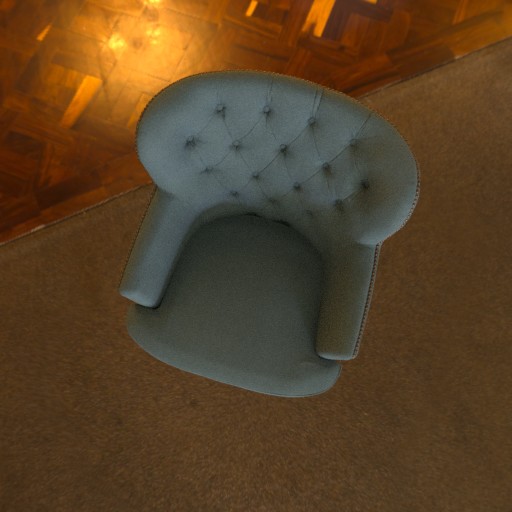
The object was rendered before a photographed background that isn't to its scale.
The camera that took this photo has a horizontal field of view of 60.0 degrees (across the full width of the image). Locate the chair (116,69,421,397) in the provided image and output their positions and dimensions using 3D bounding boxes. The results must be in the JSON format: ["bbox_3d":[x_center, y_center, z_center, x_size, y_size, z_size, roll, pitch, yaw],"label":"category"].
[{"bbox_3d":[0.000,0.000,1.595,0.848,0.868,0.906,15,75,4],"label":"chair"}]
